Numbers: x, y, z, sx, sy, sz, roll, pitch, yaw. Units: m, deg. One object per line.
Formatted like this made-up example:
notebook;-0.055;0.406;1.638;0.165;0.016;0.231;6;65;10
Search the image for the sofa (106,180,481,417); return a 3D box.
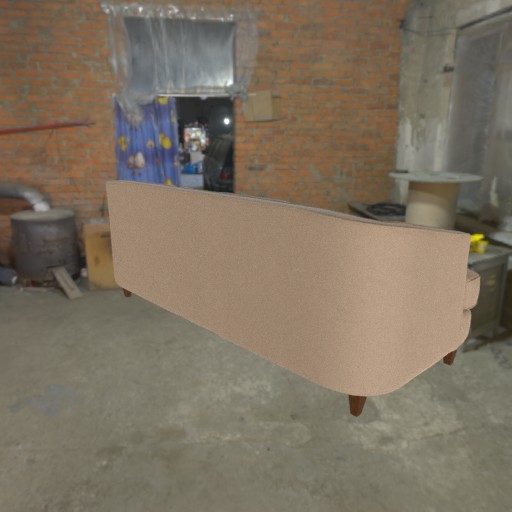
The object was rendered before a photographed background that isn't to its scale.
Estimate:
sofa;0.000;0.000;2.652;0.941;0.855;2.278;-14;21;-42
